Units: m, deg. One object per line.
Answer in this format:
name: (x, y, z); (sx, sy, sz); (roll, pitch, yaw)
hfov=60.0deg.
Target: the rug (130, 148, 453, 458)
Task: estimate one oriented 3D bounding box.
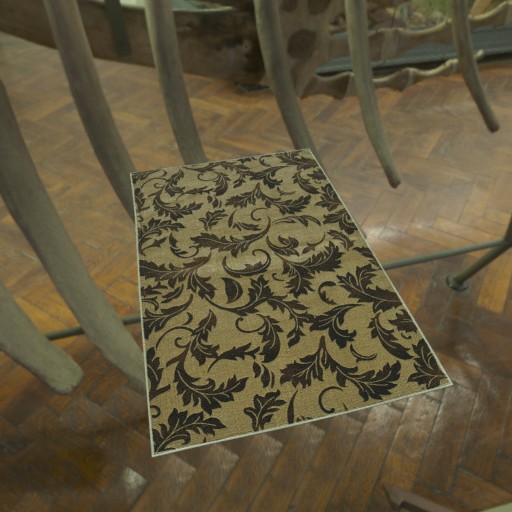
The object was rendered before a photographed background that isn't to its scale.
rug: (0.000, 0.000, 2.894); (1.522, 0.008, 2.284); (-10, 46, -10)
